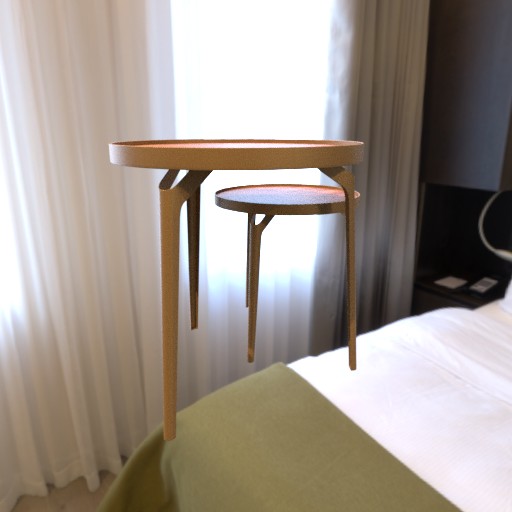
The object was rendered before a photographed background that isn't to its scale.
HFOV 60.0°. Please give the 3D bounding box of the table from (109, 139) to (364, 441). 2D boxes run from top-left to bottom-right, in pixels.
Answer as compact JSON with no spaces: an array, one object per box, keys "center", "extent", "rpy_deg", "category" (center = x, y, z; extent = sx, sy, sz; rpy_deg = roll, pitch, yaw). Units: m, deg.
[{"center":[0.000,0.000,1.105],"extent":[0.532,0.555,0.751],"rpy_deg":[8,18,27],"category":"table"}]
